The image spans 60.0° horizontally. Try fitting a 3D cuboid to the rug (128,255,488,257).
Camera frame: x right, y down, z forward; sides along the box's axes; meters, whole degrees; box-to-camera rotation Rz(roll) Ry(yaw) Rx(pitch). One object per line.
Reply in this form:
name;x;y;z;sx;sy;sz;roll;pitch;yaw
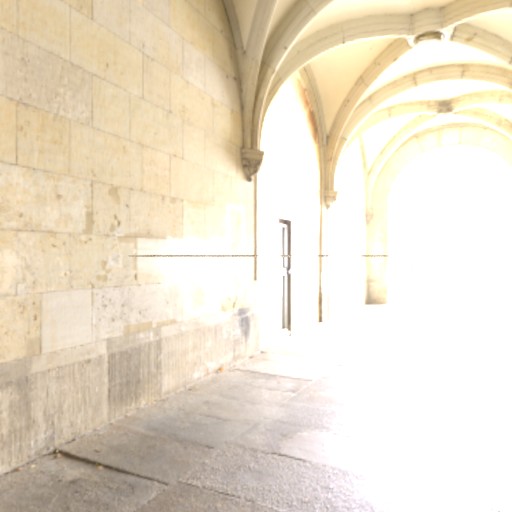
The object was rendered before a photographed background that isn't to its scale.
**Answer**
rug;0.000;0.000;2.280;1.202;0.006;1.813;0;0;-18
